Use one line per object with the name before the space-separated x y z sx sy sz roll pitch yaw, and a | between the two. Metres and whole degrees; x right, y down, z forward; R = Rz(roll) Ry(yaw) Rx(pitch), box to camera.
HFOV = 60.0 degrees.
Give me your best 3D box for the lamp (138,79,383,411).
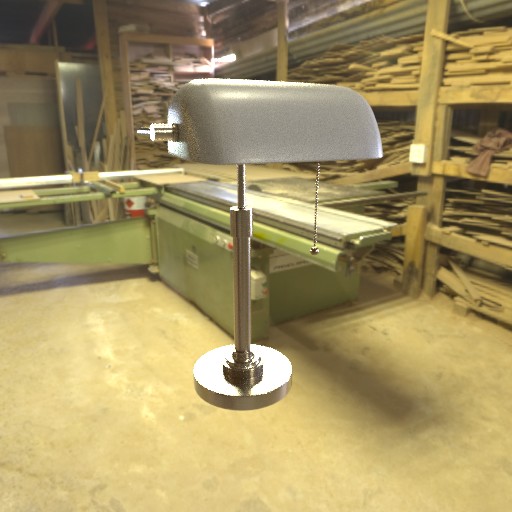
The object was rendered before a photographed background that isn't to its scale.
lamp | 0.000 0.000 0.559 0.269 0.404 0.227 -8 18 -26
